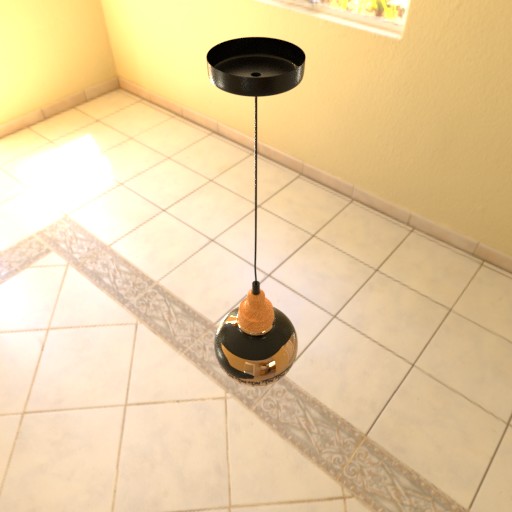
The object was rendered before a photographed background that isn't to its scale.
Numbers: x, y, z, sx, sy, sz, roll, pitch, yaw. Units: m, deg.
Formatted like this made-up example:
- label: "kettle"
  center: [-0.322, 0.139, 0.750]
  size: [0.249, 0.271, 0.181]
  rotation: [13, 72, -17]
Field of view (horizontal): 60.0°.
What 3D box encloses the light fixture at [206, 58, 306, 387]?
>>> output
- label: "light fixture"
  center: [0.000, 0.000, 1.809]
  size: [0.430, 1.606, 0.430]
  rotation: [23, 50, 21]
